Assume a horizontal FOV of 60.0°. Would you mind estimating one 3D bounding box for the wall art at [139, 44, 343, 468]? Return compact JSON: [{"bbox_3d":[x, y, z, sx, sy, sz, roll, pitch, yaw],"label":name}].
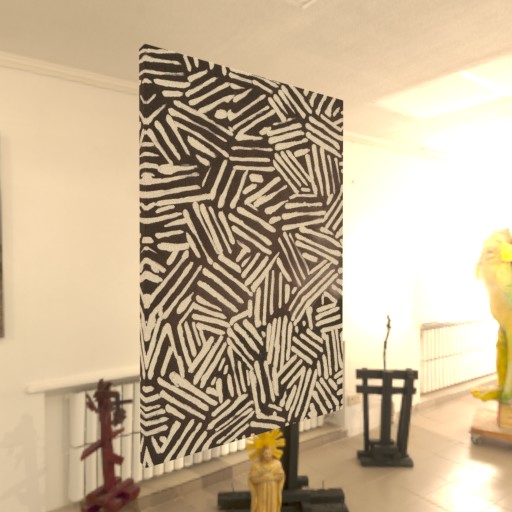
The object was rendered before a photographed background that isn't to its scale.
[{"bbox_3d":[0.000,0.000,1.149,0.615,0.918,0.035,0,1,-36],"label":"wall art"}]
